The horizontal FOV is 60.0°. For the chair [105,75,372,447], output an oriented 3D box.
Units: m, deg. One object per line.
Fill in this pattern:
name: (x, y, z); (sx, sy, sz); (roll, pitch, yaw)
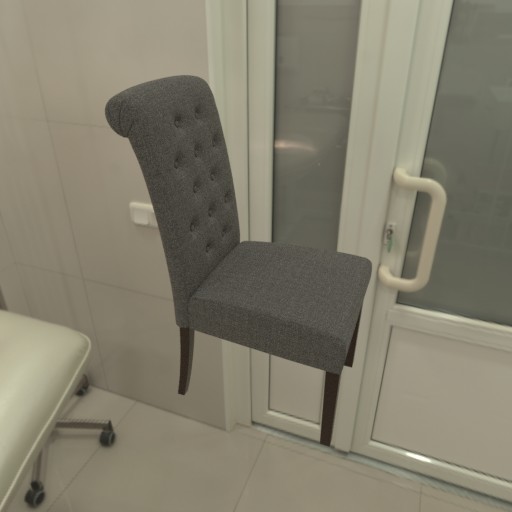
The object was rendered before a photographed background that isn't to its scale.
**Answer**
chair: (0.000, 0.000, 1.380); (0.671, 1.006, 0.456); (11, 31, 18)
